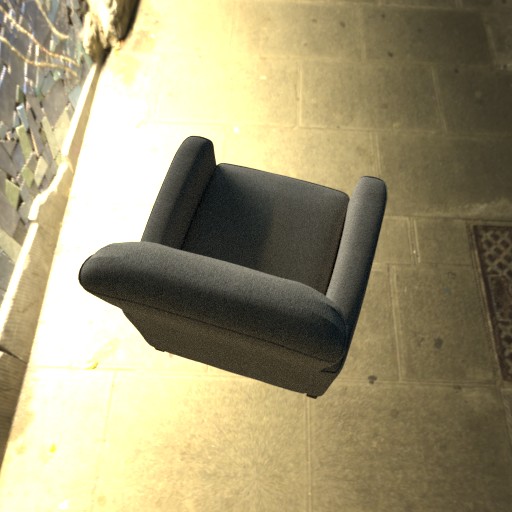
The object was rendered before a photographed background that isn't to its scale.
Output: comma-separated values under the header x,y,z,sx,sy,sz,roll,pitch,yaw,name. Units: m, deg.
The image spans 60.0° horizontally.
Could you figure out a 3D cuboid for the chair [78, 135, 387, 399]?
x,y,z,sx,sy,sz,roll,pitch,yaw,name
0.000,0.000,1.649,0.841,1.028,0.858,15,64,7,chair
